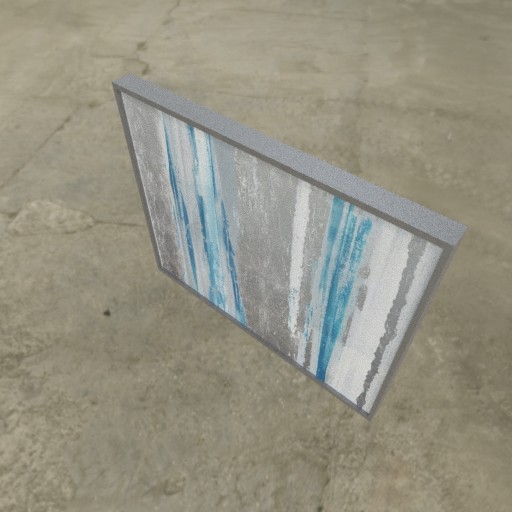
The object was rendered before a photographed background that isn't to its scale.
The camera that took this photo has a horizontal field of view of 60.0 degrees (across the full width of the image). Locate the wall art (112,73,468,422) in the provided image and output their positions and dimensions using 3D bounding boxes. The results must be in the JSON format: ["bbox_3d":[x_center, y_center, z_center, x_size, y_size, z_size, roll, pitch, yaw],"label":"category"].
[{"bbox_3d":[0.000,0.000,0.749,0.557,0.450,0.037,32,55,26],"label":"wall art"}]
